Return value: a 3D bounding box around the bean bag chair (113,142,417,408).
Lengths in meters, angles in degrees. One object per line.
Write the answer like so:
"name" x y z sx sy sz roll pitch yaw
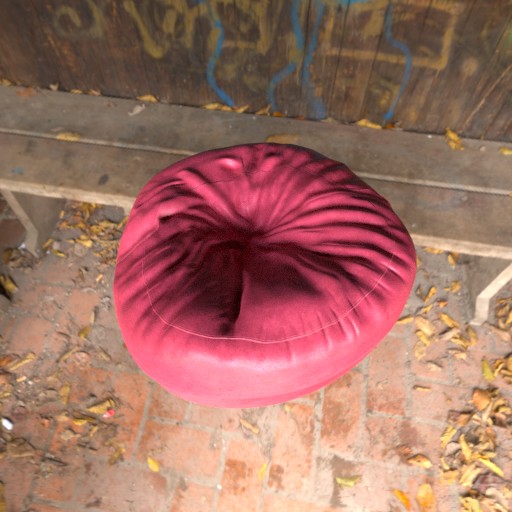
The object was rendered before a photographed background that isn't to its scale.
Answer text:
"bean bag chair" 0.000 0.000 2.419 1.524 0.878 1.524 -16 61 -10
